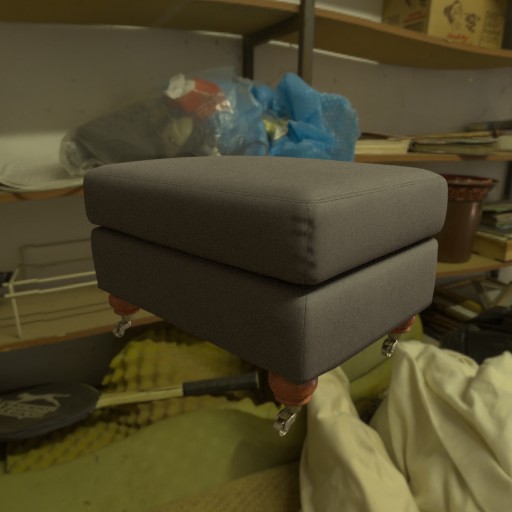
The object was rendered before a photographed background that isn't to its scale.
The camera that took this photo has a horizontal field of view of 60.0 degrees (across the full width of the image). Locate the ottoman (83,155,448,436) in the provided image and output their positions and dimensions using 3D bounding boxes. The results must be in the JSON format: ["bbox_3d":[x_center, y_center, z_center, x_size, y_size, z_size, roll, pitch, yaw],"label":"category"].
[{"bbox_3d":[0.000,0.000,1.155,0.773,0.497,0.574,15,22,42],"label":"ottoman"}]
